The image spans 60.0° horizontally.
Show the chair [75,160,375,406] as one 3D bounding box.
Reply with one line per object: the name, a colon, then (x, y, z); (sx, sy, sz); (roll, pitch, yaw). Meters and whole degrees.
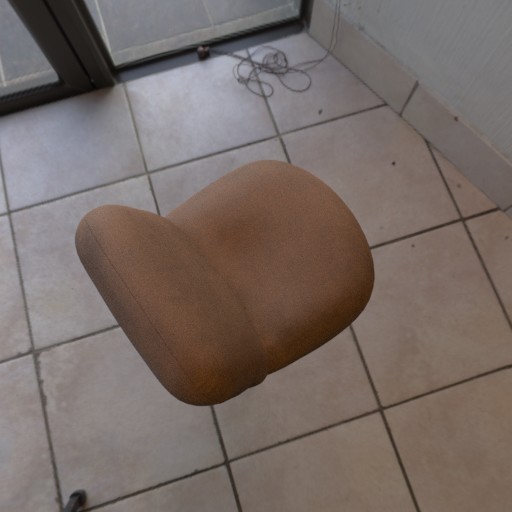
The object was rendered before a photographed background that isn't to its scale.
chair: (0.000, 0.000, 1.032); (0.597, 0.594, 0.521); (-35, 78, -8)
